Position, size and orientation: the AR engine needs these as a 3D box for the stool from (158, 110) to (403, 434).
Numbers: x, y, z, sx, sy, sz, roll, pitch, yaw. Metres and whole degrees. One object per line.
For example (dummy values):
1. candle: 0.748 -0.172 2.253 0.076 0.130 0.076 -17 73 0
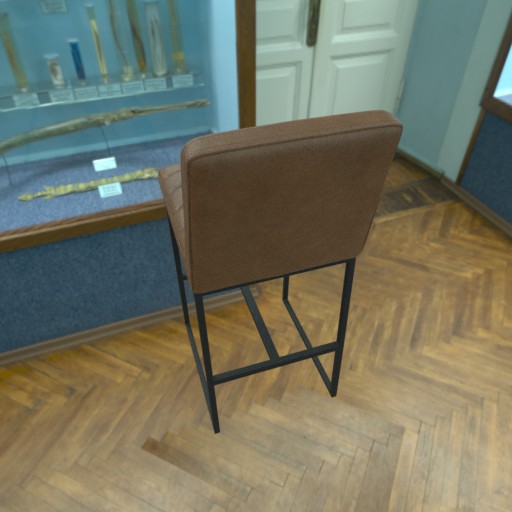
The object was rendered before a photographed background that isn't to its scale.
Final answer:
1. stool: 0.000 0.000 1.320 0.458 1.040 0.556 -12 43 -14
